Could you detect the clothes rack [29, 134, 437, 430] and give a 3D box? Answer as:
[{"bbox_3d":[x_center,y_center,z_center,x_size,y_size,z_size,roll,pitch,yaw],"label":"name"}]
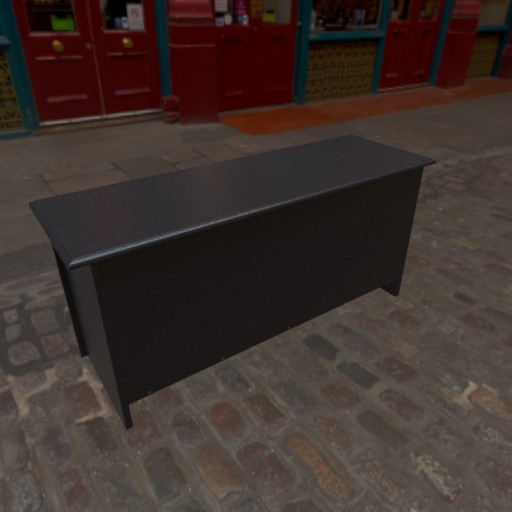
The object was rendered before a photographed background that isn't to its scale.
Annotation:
[{"bbox_3d":[0.000,0.000,1.490,1.219,0.556,0.406,-19,35,-29],"label":"clothes rack"}]
